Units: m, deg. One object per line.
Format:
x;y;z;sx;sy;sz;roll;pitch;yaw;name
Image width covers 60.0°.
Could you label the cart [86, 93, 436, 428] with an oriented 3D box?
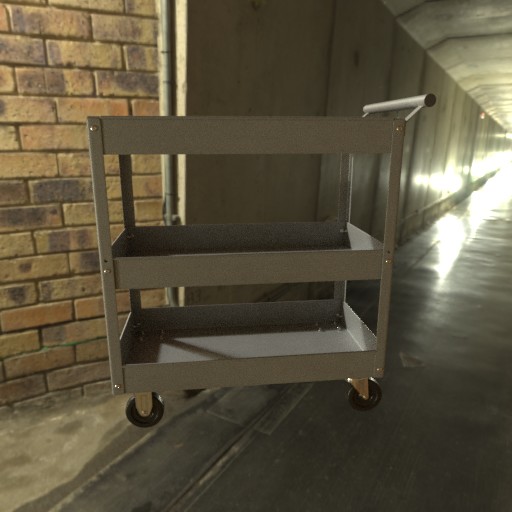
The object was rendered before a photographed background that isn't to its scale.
0.000;0.000;1.163;0.719;0.780;0.366;-2;15;-7;cart
